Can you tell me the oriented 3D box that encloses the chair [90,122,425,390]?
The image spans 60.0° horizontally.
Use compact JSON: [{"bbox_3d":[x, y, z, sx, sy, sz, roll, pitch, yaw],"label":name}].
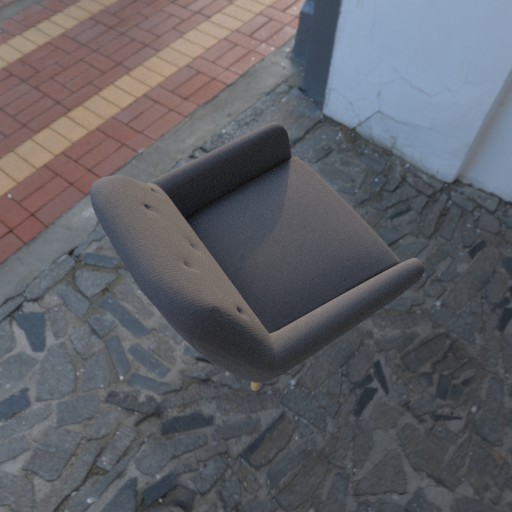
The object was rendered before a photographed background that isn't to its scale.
[{"bbox_3d":[0.000,0.000,1.458,0.779,0.800,0.770,-30,63,-17],"label":"chair"}]
